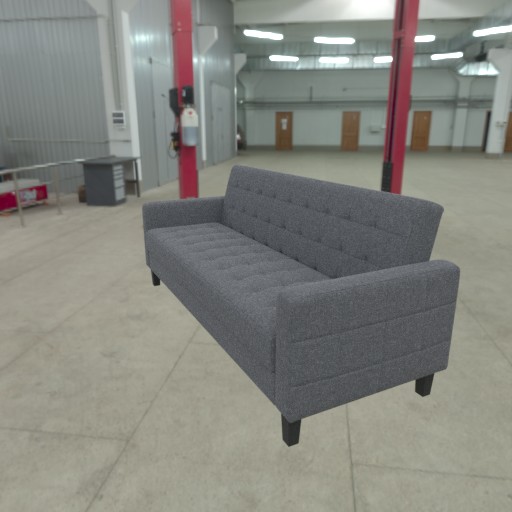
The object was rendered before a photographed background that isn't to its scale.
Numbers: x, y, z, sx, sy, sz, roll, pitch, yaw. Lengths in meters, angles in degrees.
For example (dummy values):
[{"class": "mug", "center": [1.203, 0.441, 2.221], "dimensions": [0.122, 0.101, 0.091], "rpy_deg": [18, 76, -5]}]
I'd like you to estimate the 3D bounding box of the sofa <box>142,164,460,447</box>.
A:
[{"class": "sofa", "center": [0.000, 0.000, 2.476], "dimensions": [0.810, 0.850, 2.040], "rpy_deg": [-8, 19, -26]}]
